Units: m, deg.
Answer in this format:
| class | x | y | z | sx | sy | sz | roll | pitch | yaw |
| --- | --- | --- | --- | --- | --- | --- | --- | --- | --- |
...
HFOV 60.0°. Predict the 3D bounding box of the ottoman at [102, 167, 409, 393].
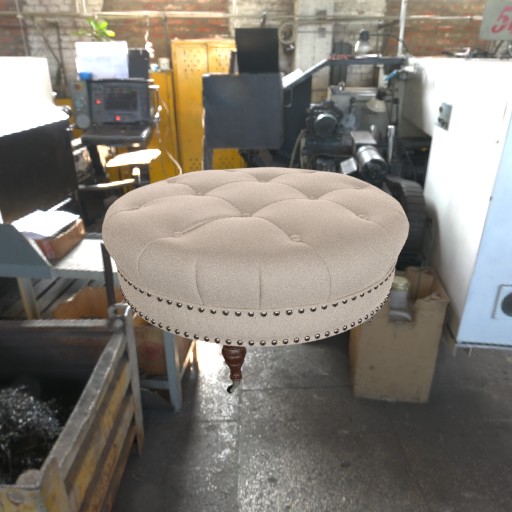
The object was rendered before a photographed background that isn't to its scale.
| class | x | y | z | sx | sy | sz | roll | pitch | yaw |
| --- | --- | --- | --- | --- | --- | --- | --- | --- | --- |
| ottoman | 0.000 | 0.000 | 1.416 | 0.901 | 0.439 | 0.901 | 0 | 25 | 0 |
